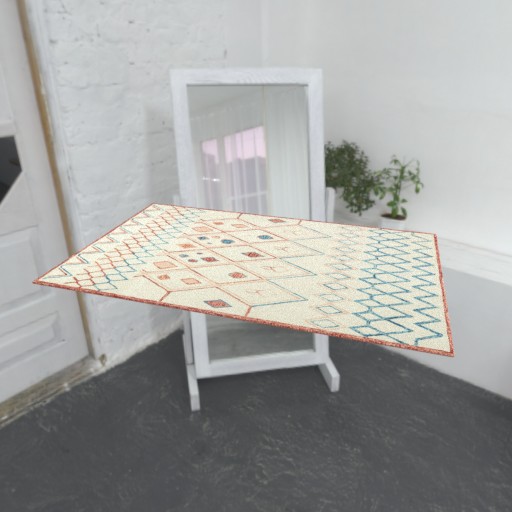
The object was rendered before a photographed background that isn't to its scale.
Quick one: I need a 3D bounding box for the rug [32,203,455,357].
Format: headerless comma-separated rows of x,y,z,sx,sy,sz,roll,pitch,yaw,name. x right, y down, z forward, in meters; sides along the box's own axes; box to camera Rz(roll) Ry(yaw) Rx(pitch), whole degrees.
0.000,0.000,3.078,2.438,0.015,1.524,8,27,15,rug
